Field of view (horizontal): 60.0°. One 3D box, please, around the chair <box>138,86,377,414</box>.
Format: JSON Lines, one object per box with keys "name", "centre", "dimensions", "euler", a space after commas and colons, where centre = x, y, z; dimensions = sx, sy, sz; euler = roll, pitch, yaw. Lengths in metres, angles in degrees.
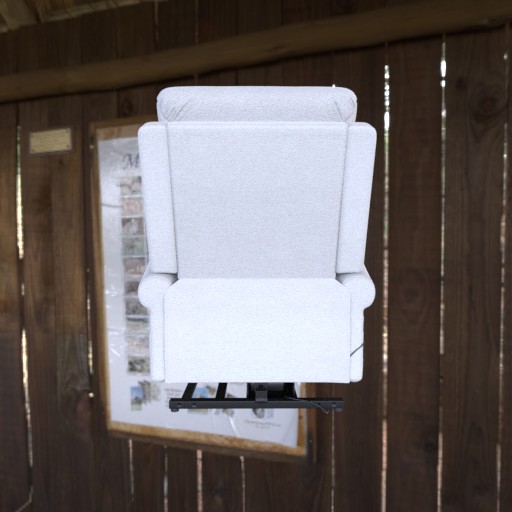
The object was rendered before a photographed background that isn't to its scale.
{"name": "chair", "centre": [0.000, 0.000, 1.739], "dimensions": [0.871, 1.031, 0.979], "euler": [0, 2, 0]}
